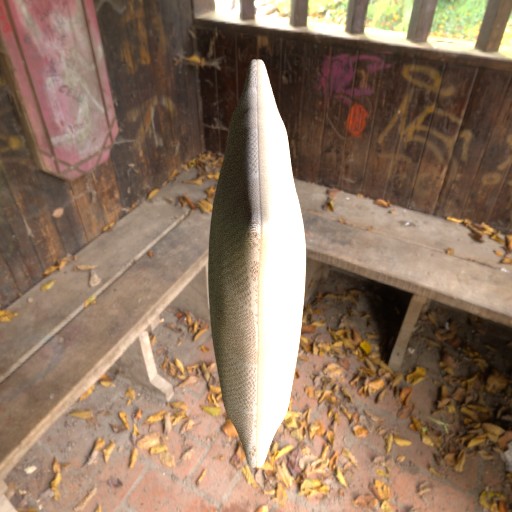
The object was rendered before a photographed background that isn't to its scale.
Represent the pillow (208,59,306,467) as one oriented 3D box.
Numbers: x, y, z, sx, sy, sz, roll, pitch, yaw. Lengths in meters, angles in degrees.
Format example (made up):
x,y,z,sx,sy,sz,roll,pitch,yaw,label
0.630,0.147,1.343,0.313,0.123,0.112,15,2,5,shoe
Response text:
x,y,z,sx,sy,sz,roll,pitch,yaw,label
0.000,0.000,0.657,0.138,0.432,0.436,0,40,0,pillow
